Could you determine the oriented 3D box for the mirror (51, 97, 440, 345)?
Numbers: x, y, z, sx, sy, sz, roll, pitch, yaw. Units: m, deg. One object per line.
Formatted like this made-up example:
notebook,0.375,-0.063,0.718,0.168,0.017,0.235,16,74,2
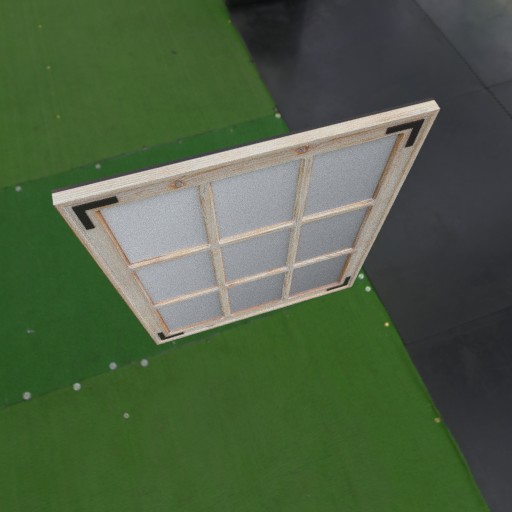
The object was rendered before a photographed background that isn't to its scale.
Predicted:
mirror,0.000,0.000,1.201,0.730,0.882,0.032,-16,64,-8
